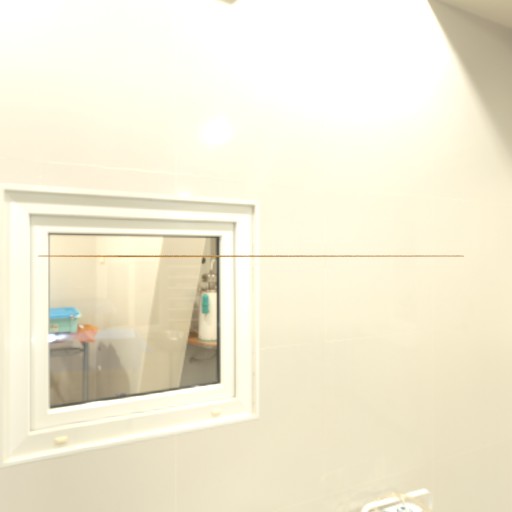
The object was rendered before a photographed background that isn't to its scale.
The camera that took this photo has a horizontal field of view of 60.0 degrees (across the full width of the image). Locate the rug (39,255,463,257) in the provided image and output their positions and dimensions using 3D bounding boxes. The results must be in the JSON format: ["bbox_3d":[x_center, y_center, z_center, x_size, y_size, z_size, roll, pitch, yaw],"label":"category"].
[{"bbox_3d":[0.000,0.000,2.898,2.336,0.007,1.525,0,0,-36],"label":"rug"}]
